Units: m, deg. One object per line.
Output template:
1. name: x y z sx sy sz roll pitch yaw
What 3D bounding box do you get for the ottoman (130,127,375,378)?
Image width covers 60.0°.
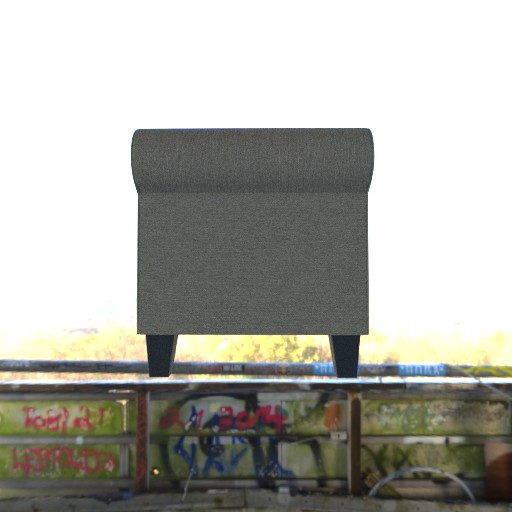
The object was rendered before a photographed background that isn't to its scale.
1. ottoman: 0.000 0.000 1.529 0.521 0.547 1.256 0 -1 1
